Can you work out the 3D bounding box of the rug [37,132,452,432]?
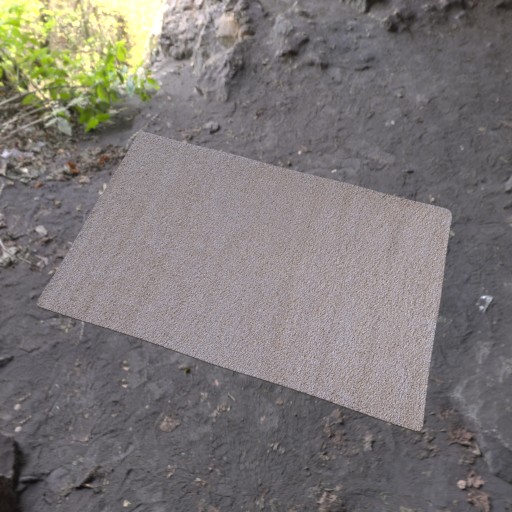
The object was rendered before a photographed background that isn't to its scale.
[{"bbox_3d":[0.000,0.000,2.875,2.349,0.026,1.500,16,63,8],"label":"rug"}]
